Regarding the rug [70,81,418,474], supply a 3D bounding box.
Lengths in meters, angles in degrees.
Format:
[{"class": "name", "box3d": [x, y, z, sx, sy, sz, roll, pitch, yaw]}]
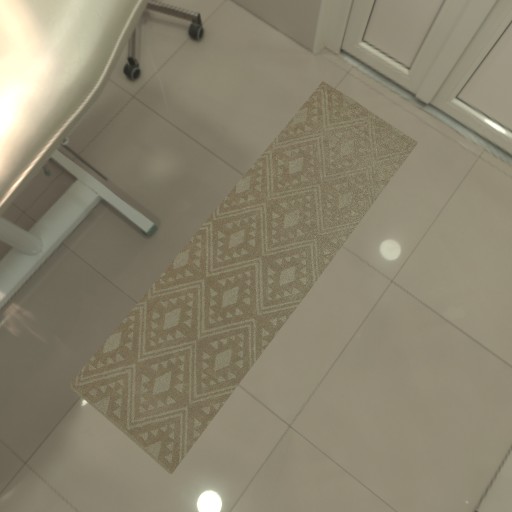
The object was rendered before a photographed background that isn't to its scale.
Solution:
[{"class": "rug", "box3d": [0.000, 0.000, 2.651, 0.752, 0.051, 2.452, 37, 79, 9]}]
